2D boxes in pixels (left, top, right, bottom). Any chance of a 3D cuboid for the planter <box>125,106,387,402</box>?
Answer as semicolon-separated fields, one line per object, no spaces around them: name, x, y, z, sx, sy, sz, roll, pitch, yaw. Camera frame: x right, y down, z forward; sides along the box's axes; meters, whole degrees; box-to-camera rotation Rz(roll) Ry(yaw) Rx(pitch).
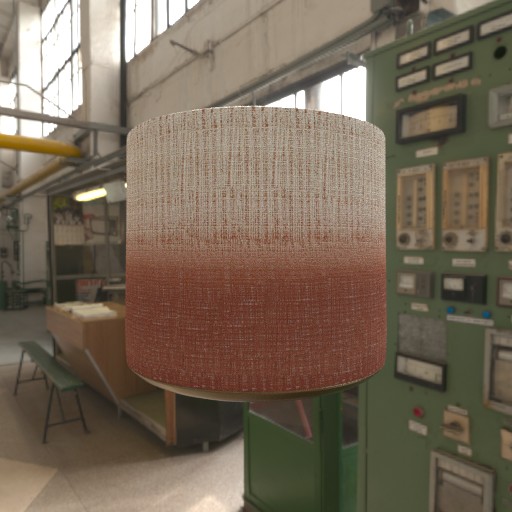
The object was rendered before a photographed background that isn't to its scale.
planter;0.000;0.000;0.313;0.178;0.157;0.178;0;1;0
